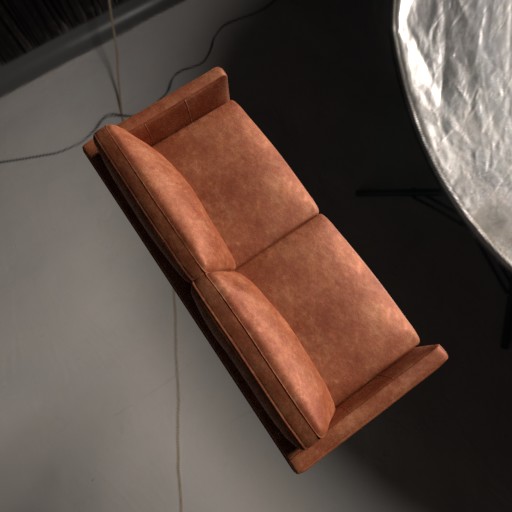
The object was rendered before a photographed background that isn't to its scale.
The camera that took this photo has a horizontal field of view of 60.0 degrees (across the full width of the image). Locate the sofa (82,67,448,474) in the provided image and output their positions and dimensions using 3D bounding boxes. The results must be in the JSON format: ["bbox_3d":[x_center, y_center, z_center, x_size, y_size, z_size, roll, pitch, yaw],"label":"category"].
[{"bbox_3d":[0.000,0.000,2.441,0.923,0.863,1.971,-34,77,-9],"label":"sofa"}]
